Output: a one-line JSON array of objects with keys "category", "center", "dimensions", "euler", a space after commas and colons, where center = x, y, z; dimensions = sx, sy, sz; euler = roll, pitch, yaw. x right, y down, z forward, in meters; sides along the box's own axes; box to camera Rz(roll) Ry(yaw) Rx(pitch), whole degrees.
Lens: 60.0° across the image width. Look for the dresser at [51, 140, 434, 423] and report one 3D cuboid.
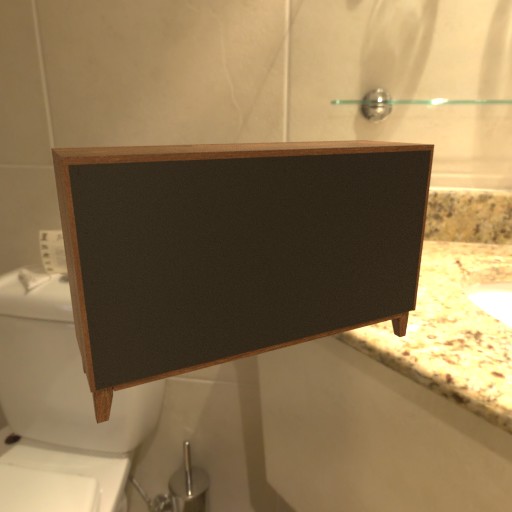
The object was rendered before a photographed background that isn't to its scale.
[{"category": "dresser", "center": [0.000, 0.000, 1.809], "dimensions": [1.400, 0.873, 0.446], "euler": [-9, 19, -26]}]
